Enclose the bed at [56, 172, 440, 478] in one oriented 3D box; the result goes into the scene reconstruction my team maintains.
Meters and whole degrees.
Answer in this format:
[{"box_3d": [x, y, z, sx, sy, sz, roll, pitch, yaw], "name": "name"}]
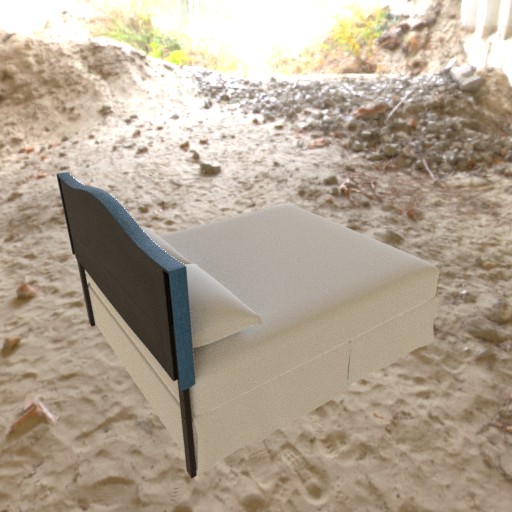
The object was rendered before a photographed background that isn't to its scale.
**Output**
[{"box_3d": [0.000, 0.000, 2.841, 1.872, 1.169, 1.610, -17, 31, -32], "name": "bed"}]
